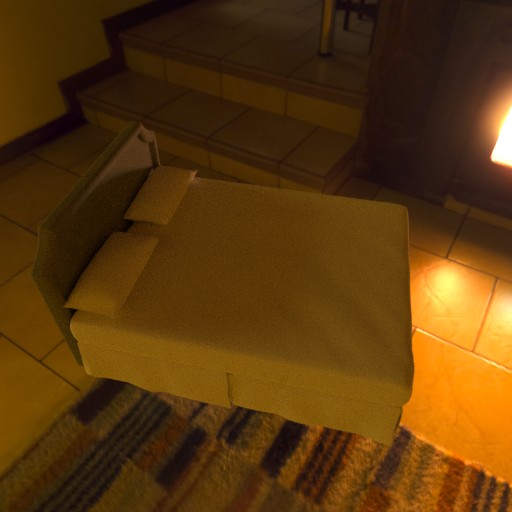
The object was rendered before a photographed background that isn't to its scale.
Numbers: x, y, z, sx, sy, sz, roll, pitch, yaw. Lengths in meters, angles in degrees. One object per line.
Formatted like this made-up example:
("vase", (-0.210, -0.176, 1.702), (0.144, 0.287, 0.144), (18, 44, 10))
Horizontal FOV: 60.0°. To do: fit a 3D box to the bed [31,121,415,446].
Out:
("bed", (0.000, 0.000, 3.479), (2.464, 1.306, 1.977), (9, 46, 9))
